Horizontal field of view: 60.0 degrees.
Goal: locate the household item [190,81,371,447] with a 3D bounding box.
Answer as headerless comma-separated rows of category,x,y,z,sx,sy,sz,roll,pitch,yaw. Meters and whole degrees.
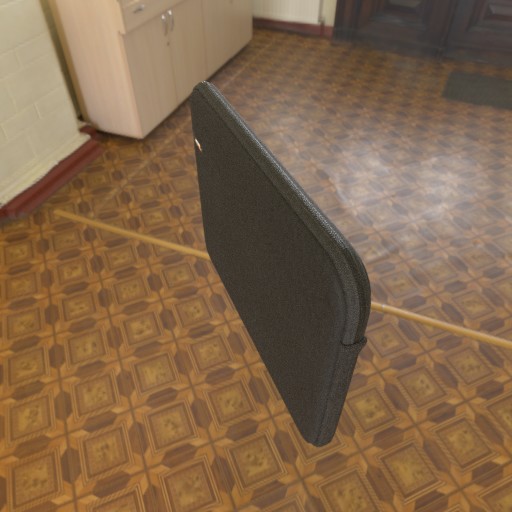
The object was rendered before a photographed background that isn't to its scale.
household item,0.000,0.000,0.533,0.030,0.305,0.396,-17,47,-17
